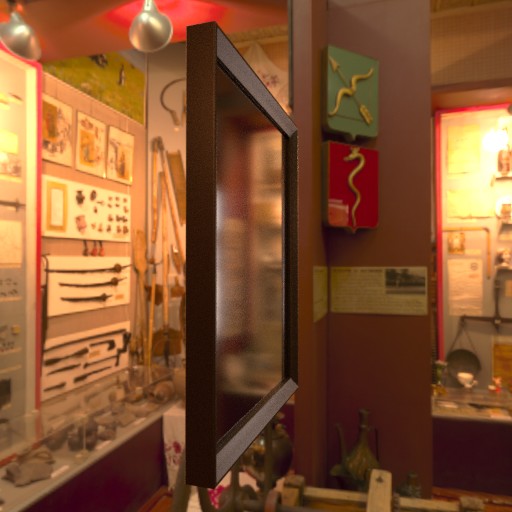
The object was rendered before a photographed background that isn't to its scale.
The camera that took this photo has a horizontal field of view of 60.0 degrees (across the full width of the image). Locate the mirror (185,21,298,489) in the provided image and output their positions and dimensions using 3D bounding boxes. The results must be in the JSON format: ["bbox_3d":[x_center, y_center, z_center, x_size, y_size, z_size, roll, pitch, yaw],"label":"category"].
[{"bbox_3d":[0.000,0.000,0.679,0.041,0.509,0.406,0,-1,18],"label":"mirror"}]
